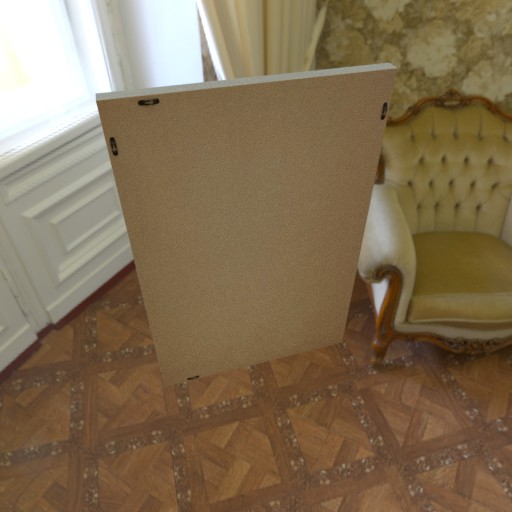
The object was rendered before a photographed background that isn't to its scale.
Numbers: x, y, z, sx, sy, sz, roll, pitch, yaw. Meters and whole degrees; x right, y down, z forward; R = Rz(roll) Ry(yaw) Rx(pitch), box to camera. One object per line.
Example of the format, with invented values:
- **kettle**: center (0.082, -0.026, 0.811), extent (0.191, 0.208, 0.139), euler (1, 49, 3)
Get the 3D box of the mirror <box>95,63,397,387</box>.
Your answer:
- **mirror**: center (0.000, 0.000, 1.171), extent (0.609, 0.915, 0.040), euler (-11, 42, -13)
